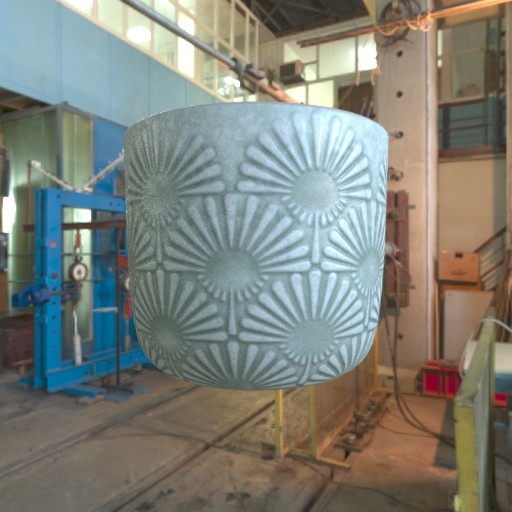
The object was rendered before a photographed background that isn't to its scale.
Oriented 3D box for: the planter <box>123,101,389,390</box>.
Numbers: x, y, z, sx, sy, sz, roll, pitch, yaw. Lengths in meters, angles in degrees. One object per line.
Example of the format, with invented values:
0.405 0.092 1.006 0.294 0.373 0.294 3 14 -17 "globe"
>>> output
0.000 0.000 0.216 0.124 0.109 0.124 0 0 0 "planter"
